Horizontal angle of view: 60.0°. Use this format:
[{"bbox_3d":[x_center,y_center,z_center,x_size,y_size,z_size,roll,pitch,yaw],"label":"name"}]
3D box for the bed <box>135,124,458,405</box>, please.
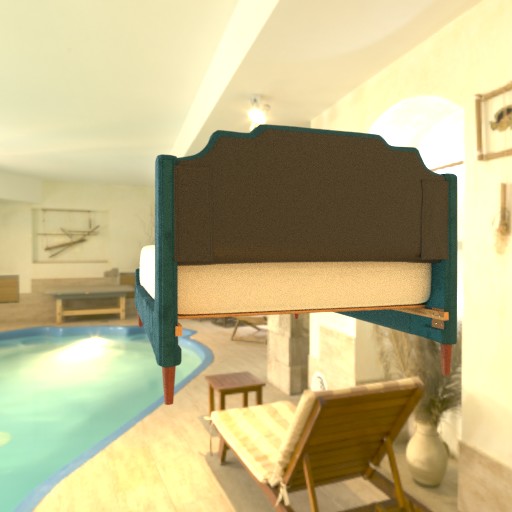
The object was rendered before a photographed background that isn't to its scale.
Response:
[{"bbox_3d":[0.000,0.000,3.357,1.678,1.338,2.322,0,1,-18],"label":"bed"}]
